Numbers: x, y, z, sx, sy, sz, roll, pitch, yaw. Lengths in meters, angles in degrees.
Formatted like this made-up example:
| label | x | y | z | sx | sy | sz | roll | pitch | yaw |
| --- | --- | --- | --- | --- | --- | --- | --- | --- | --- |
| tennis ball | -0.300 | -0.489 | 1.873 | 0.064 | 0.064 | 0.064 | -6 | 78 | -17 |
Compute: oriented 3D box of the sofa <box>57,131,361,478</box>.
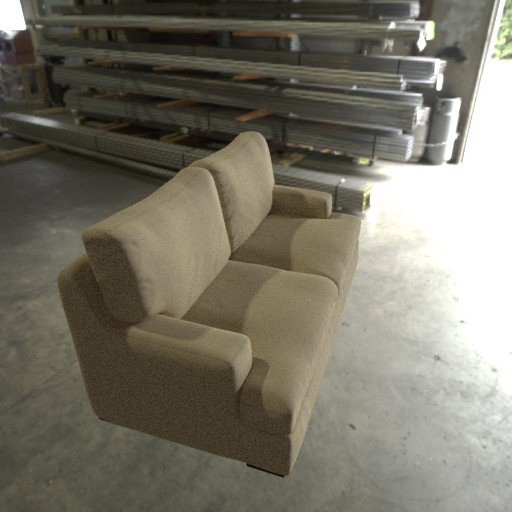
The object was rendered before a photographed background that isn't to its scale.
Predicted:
| label | x | y | z | sx | sy | sz | roll | pitch | yaw |
| --- | --- | --- | --- | --- | --- | --- | --- | --- | --- |
| sofa | 0.000 | 0.000 | 2.433 | 0.962 | 0.967 | 1.885 | 10 | 30 | 17 |
